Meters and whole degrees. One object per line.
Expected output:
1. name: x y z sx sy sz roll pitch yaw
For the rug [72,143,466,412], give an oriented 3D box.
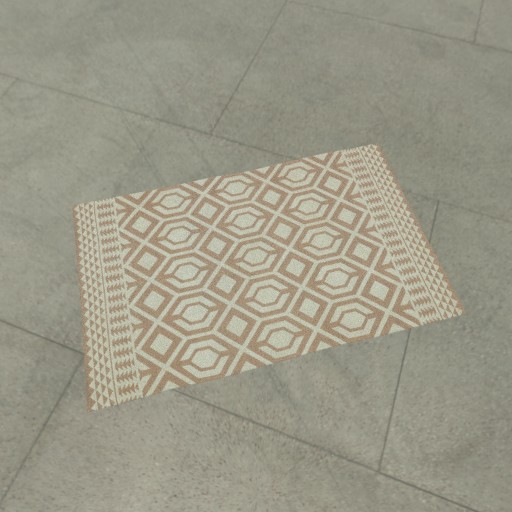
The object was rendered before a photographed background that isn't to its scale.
1. rug: 0.000 0.000 3.095 2.435 0.011 1.526 -13 62 -7
